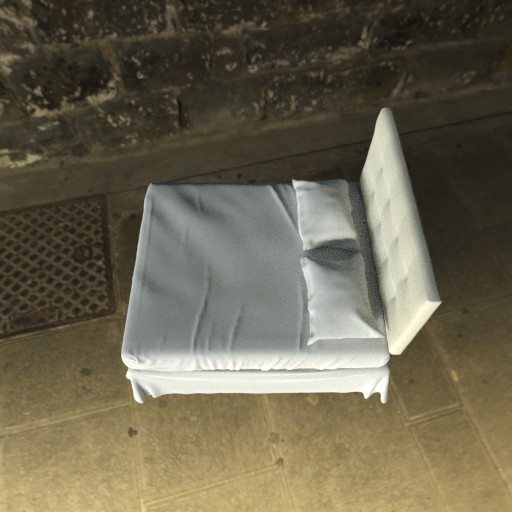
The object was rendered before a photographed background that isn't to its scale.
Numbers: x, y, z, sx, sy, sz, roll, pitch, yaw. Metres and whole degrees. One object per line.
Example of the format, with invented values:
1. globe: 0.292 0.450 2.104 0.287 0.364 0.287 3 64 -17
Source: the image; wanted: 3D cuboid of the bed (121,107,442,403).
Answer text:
1. bed: 0.000 0.000 3.523 2.222 1.577 1.936 0 58 0
